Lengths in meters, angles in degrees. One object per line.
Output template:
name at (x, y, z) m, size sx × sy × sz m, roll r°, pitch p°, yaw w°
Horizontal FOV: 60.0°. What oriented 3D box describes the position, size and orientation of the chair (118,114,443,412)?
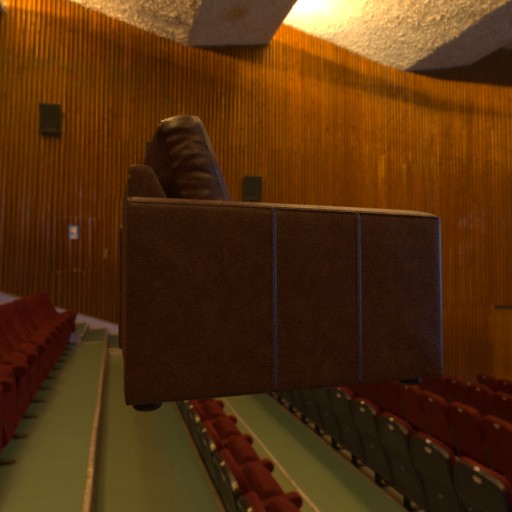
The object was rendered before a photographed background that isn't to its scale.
chair at (0.000, 0.000, 1.749) m, size 1.016 × 0.873 × 1.005 m, roll 1°, pitch -2°, yaw -18°
